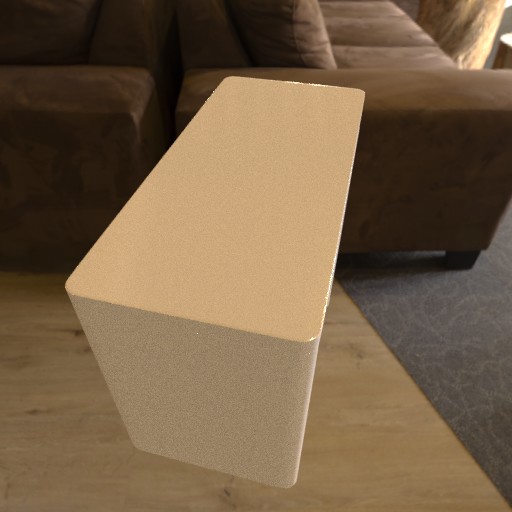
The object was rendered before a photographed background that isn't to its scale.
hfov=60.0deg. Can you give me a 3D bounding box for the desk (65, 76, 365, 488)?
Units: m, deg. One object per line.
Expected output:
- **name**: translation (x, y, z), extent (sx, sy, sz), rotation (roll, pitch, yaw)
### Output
- **desk**: translation (0.000, 0.000, 1.559), extent (0.550, 0.760, 1.200), rotation (10, 44, 10)
